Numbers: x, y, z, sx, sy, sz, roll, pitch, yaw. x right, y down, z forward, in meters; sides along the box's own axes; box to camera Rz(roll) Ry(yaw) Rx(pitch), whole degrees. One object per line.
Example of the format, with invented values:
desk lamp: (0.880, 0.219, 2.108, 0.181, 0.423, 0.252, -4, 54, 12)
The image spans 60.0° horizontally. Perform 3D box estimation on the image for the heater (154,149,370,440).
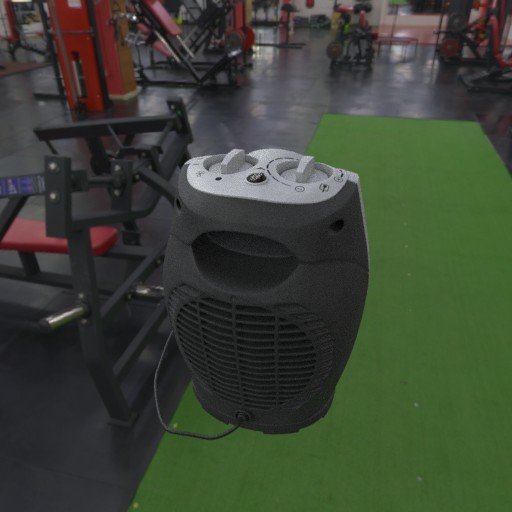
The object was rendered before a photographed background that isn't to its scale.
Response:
heater: (0.000, 0.000, 0.473, 0.239, 0.255, 0.291, 9, 33, 14)
